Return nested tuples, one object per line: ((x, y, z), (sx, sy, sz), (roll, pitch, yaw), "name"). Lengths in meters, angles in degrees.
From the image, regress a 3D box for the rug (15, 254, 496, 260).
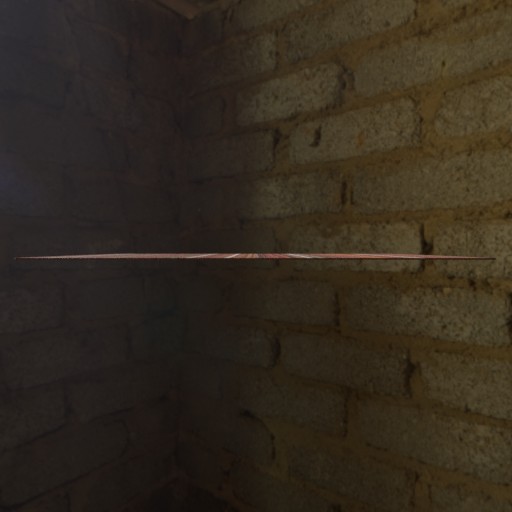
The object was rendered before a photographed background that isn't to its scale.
((0.000, 0.000, 2.289), (1.828, 0.007, 1.217), (0, 1, 1), "rug")
